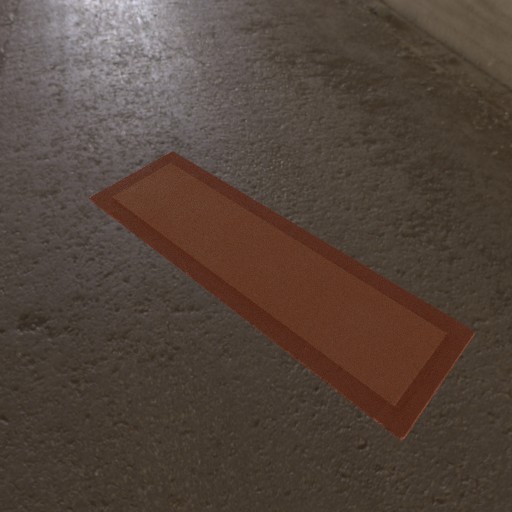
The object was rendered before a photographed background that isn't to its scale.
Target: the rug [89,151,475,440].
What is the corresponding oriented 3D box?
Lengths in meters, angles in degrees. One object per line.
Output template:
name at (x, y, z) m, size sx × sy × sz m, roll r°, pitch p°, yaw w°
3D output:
rug at (0.000, 0.000, 2.682) m, size 2.471 × 0.013 × 0.914 m, roll 31°, pitch 55°, yaw 25°
